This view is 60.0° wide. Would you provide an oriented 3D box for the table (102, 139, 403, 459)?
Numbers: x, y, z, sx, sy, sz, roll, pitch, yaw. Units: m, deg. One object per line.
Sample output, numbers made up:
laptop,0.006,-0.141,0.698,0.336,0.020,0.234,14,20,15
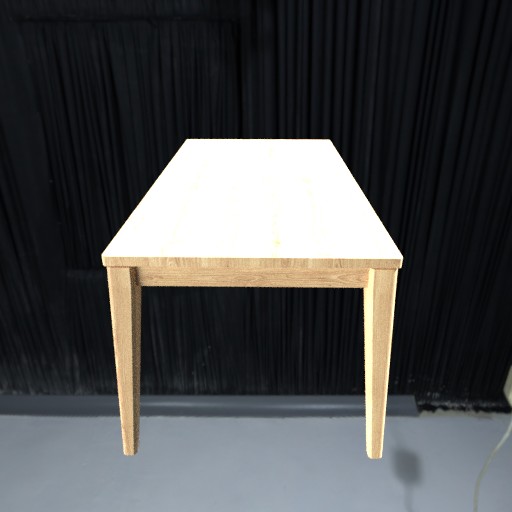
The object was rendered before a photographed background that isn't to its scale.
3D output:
table,0.000,0.000,2.084,0.900,0.760,1.600,0,27,1
